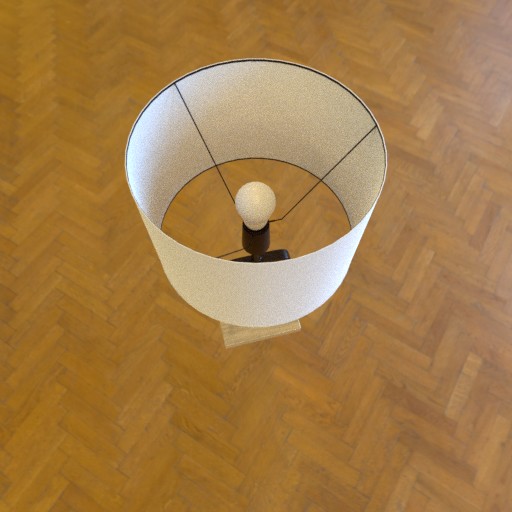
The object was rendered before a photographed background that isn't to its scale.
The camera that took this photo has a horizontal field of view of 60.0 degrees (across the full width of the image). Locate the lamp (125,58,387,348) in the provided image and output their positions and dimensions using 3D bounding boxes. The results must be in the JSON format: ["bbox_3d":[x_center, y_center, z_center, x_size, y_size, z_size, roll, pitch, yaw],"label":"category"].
[{"bbox_3d":[0.000,0.000,0.700,0.279,0.508,0.279,-12,63,-6],"label":"lamp"}]
